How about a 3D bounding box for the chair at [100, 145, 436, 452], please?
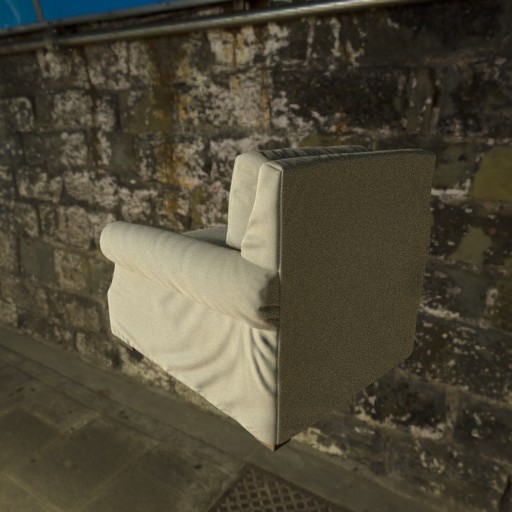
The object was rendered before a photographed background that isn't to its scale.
[{"bbox_3d":[0.000,0.000,1.763,0.940,0.866,1.066,-15,22,-41],"label":"chair"}]
